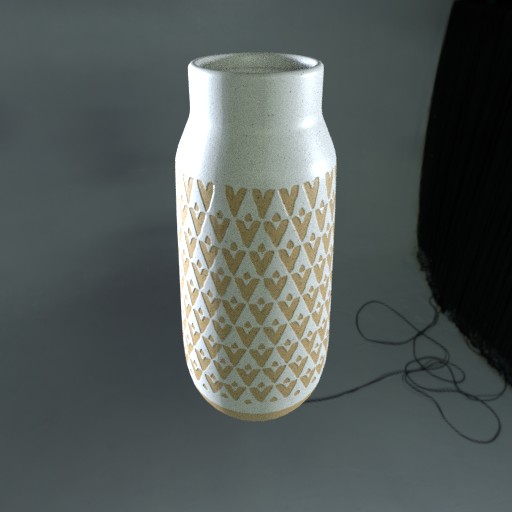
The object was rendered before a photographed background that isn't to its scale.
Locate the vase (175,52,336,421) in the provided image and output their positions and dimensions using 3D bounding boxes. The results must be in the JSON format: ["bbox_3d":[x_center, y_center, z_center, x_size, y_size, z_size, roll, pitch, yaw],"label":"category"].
[{"bbox_3d":[0.000,0.000,0.378,0.137,0.307,0.137,0,32,0],"label":"vase"}]
